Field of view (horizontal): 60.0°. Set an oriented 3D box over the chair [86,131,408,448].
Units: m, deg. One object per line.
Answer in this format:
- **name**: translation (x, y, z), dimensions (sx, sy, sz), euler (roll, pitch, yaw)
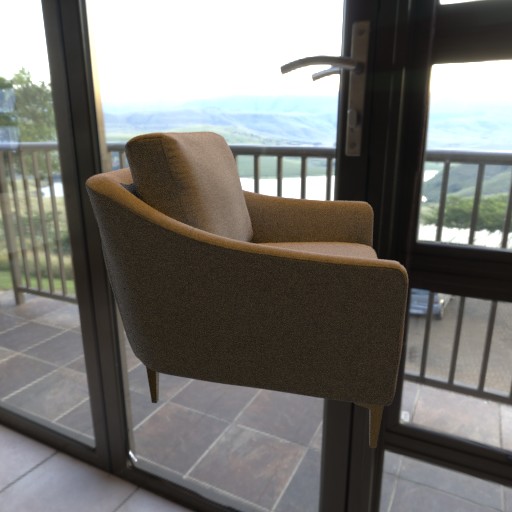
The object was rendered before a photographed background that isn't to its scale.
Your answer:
- **chair**: translation (0.000, 0.000, 1.673), dimensions (0.961, 0.902, 0.986), euler (2, 16, 8)
